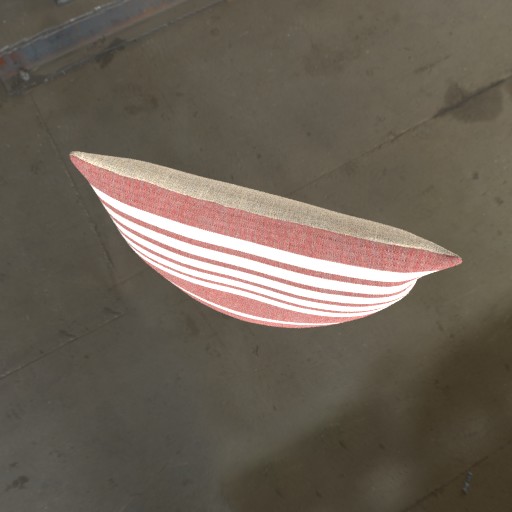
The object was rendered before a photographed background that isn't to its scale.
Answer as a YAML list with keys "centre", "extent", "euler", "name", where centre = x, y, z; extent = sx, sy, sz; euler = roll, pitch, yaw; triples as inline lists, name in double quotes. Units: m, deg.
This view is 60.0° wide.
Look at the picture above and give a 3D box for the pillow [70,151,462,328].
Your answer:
- centre: [0.000, 0.000, 0.664]
  extent: [0.439, 0.427, 0.182]
  euler: [15, 76, 4]
  name: "pillow"
